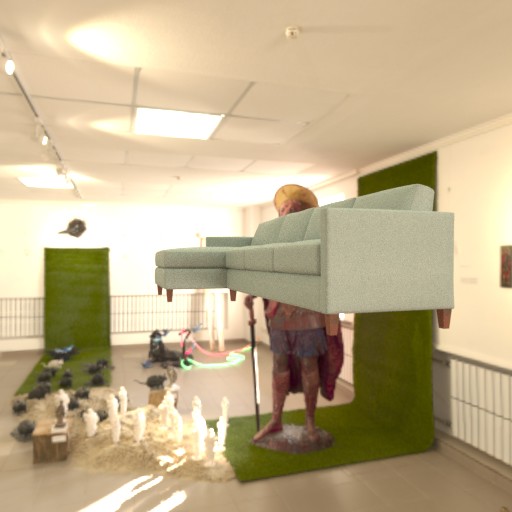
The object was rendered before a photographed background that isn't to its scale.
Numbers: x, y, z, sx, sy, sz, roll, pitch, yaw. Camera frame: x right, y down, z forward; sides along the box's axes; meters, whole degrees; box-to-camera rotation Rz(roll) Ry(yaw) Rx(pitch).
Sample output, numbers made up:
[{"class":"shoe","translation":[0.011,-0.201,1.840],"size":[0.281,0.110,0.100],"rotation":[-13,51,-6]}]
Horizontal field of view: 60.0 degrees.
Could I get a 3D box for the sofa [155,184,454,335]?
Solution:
[{"class":"sofa","translation":[0.000,0.000,4.214],"size":[1.600,0.953,3.470],"rotation":[0,-1,-18]}]
